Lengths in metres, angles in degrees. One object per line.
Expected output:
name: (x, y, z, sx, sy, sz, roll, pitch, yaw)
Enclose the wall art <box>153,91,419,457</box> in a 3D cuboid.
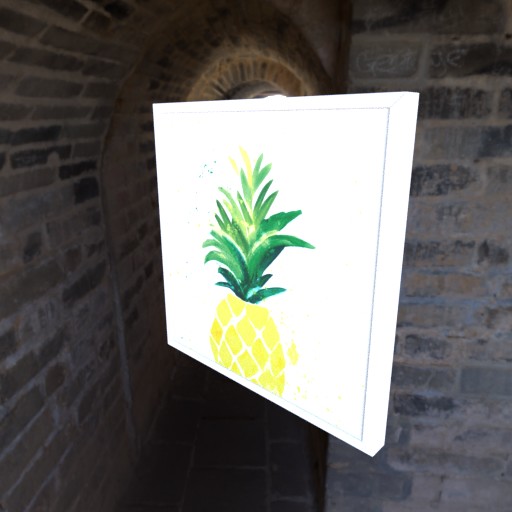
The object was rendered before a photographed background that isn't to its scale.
wall art: (0.000, 0.000, 0.762, 0.508, 0.507, 0.035, 15, 23, 41)
